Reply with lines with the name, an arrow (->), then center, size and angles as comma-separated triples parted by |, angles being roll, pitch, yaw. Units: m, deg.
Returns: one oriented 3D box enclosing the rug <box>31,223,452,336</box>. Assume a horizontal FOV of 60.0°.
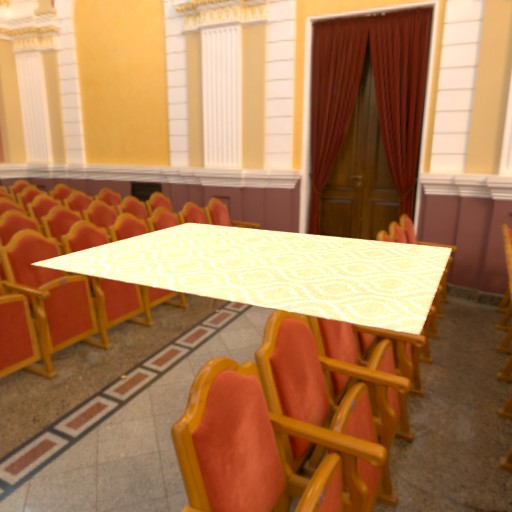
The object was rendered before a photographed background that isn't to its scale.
rug -> 0.000, 0.000, 4.319 | 3.353, 0.010, 2.438 | 7, 16, 26
